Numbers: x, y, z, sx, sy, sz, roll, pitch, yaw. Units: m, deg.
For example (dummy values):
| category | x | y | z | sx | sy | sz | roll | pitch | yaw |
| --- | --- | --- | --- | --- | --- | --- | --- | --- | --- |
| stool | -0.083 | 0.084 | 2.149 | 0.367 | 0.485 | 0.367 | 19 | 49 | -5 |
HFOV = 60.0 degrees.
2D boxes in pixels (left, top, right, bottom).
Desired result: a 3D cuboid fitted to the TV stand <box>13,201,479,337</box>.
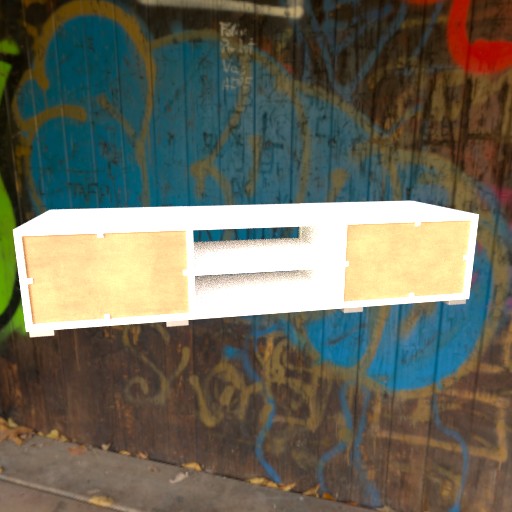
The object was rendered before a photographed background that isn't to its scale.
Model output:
| category | x | y | z | sx | sy | sz | roll | pitch | yaw |
| --- | --- | --- | --- | --- | --- | --- | --- | --- | --- |
| TV stand | 0.000 | 0.000 | 1.547 | 1.400 | 0.310 | 0.420 | -3 | 14 | -11 |
